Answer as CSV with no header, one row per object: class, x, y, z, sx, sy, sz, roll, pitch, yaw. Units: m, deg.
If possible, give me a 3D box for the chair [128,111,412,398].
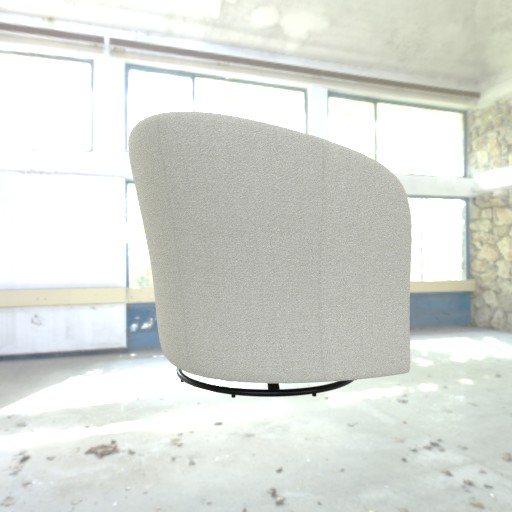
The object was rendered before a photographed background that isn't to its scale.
chair,0.000,0.000,1.467,0.815,0.771,0.791,0,0,-18
